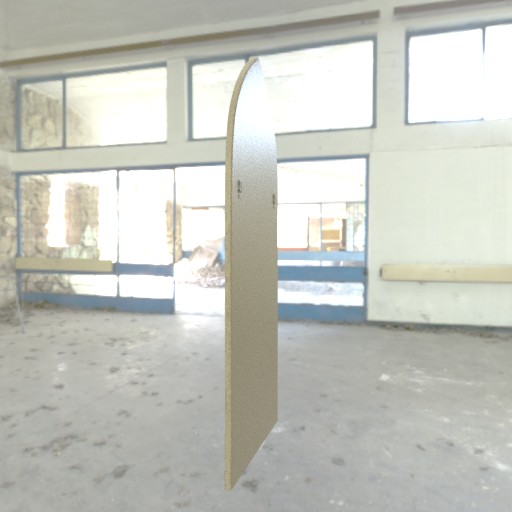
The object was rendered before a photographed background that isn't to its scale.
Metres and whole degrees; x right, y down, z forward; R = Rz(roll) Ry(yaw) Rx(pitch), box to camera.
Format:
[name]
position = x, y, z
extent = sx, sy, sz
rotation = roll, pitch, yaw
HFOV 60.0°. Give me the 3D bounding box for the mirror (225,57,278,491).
[mirror]
position = 0.000, 0.000, 1.326
extent = 0.025, 1.175, 0.464
rotation = 0, 2, 17
